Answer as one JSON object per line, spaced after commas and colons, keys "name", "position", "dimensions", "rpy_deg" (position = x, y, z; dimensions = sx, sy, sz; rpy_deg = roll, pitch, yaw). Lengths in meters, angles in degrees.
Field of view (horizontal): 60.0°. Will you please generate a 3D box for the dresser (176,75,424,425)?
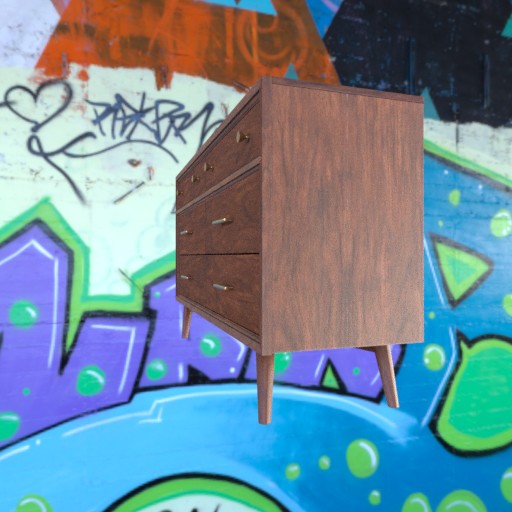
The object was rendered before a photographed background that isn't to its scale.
{"name": "dresser", "position": [0.000, 0.000, 1.859], "dimensions": [0.500, 0.889, 1.472], "rpy_deg": [0, 0, -18]}
